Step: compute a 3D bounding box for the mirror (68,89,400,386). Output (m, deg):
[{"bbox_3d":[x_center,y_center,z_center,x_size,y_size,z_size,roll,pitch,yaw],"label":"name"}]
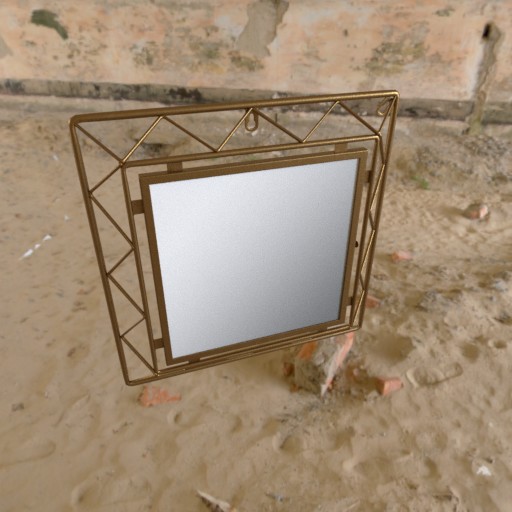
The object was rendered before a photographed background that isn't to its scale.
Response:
[{"bbox_3d":[0.000,0.000,0.621,0.416,0.414,0.046,-10,33,-16],"label":"mirror"}]
